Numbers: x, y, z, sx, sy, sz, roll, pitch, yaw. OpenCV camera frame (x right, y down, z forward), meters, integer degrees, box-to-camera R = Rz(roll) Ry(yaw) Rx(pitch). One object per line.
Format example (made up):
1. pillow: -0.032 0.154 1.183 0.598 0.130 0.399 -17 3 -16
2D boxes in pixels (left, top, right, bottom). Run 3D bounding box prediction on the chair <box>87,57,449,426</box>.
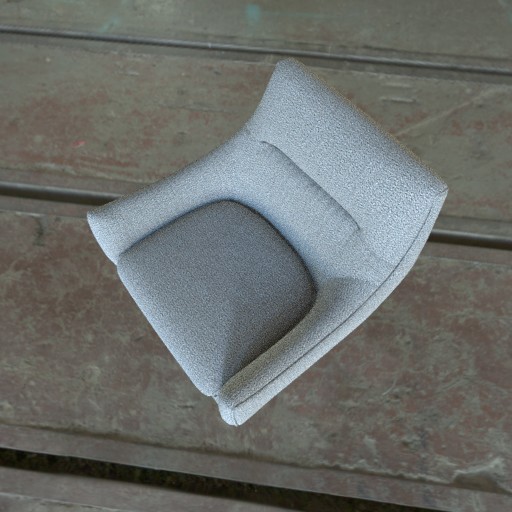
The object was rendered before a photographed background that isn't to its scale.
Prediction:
1. chair: 0.000 0.000 1.450 0.787 0.838 0.762 -35 67 -17
